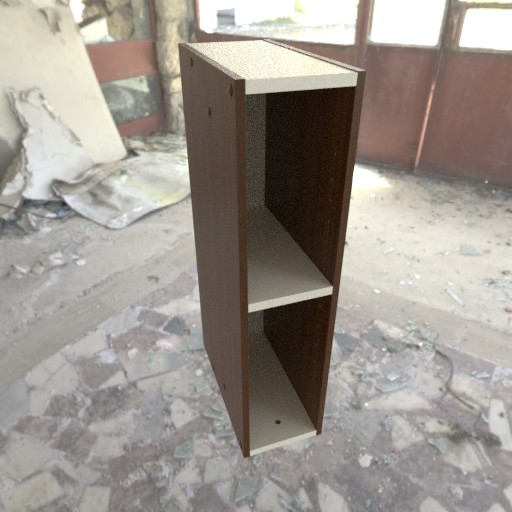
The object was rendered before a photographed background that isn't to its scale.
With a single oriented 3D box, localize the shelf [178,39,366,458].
[{"bbox_3d":[0.000,0.000,0.718,0.147,0.600,0.290,-10,34,-16],"label":"shelf"}]
